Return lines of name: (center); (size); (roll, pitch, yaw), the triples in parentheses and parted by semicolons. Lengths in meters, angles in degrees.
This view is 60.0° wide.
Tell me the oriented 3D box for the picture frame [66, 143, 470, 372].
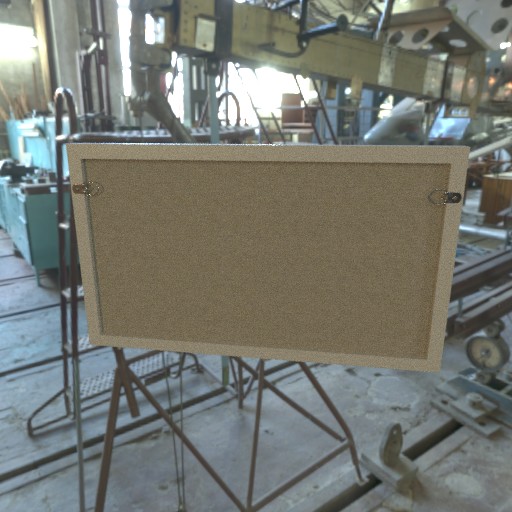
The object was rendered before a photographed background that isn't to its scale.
picture frame: (0.000, 0.000, 0.775); (0.647, 0.379, 0.044); (3, 17, 9)
